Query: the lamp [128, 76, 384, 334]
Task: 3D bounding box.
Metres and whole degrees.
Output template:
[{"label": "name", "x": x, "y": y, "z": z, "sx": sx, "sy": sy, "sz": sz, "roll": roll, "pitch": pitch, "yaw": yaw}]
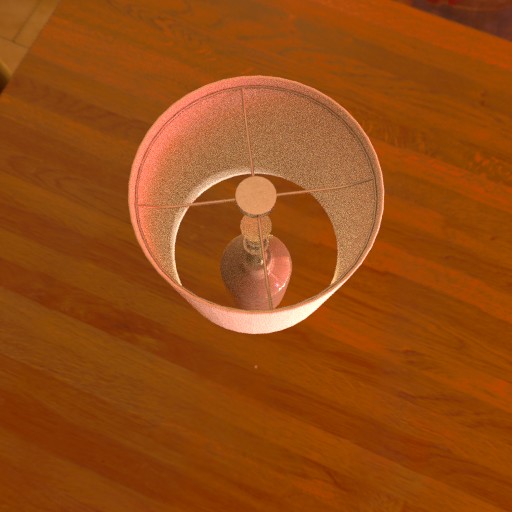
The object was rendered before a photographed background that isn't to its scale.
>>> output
[{"label": "lamp", "x": 0.000, "y": 0.000, "z": 0.581, "sx": 0.207, "sy": 0.461, "sz": 0.207, "roll": -7, "pitch": 76, "yaw": -2}]
